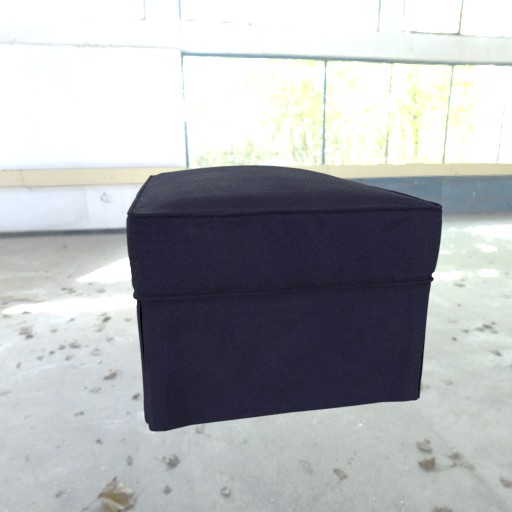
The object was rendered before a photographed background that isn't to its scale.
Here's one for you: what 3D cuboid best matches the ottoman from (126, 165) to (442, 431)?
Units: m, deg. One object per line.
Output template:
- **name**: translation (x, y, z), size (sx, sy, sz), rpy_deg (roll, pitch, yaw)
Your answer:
- **ottoman**: translation (0.000, 0.000, 1.291), size (0.637, 0.503, 0.938), rpy_deg (-3, 15, -10)
